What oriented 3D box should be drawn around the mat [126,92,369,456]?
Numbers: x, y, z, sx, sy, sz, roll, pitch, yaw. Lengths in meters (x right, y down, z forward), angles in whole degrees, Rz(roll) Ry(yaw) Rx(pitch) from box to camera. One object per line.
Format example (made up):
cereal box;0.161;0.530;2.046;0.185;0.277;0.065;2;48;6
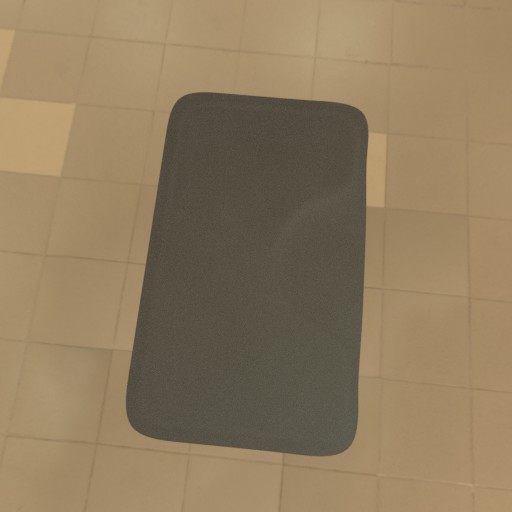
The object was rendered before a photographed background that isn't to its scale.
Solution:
mat;0.000;0.000;1.874;0.918;0.013;1.524;5;77;1
